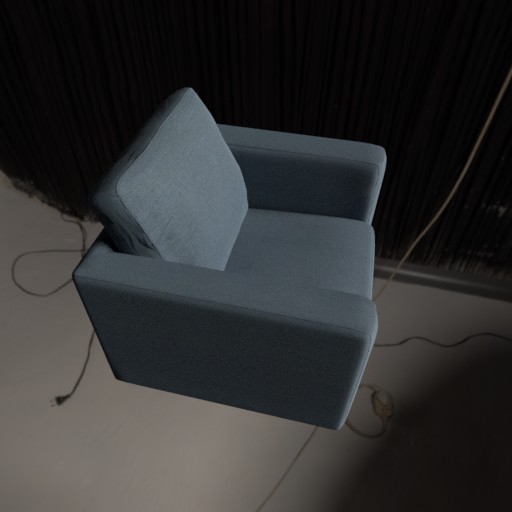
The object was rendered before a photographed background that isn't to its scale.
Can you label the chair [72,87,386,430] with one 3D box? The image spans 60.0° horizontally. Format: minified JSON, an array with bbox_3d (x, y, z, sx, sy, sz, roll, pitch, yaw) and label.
[{"bbox_3d":[0.000,0.000,1.540,0.820,0.922,0.855,9,47,9],"label":"chair"}]
